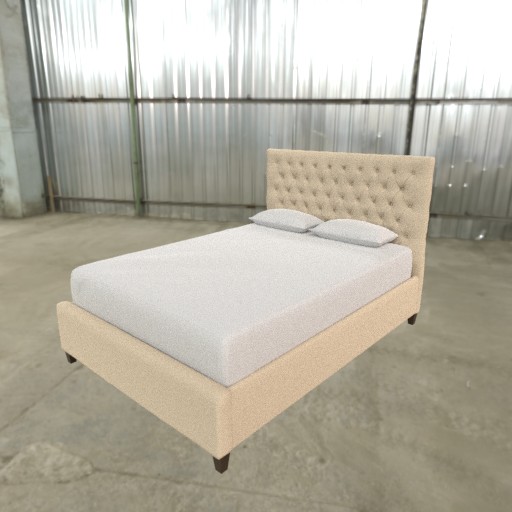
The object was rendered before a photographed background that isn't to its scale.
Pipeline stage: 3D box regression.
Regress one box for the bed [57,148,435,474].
[{"bbox_3d":[0.000,0.000,3.353,1.698,1.427,2.387,15,22,40],"label":"bed"}]
